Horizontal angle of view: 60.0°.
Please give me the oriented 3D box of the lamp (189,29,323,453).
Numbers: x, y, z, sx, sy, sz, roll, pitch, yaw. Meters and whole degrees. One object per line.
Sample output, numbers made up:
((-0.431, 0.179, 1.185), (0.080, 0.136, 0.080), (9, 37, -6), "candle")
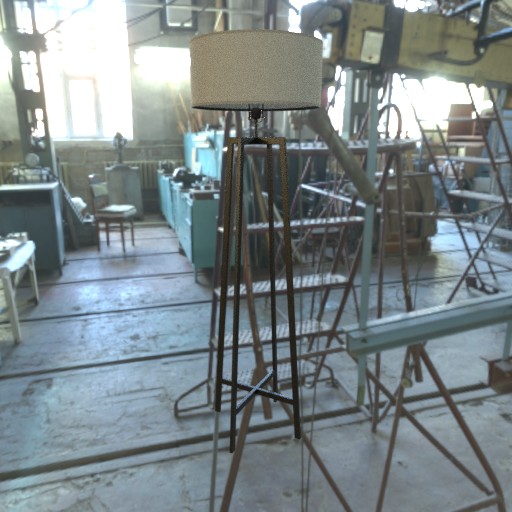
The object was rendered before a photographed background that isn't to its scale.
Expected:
((0.000, 0.000, 1.725), (0.457, 1.510, 0.456), (8, 17, 27), "lamp")
